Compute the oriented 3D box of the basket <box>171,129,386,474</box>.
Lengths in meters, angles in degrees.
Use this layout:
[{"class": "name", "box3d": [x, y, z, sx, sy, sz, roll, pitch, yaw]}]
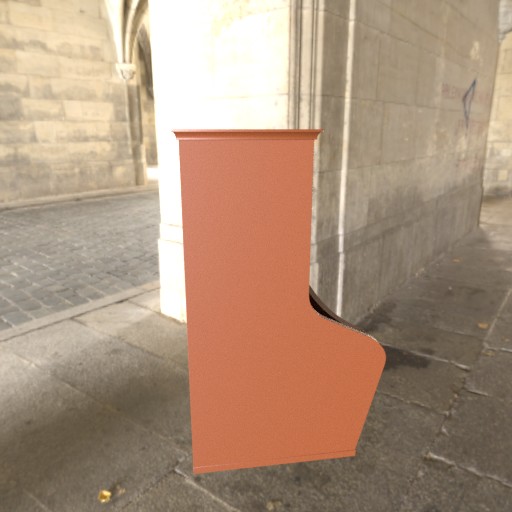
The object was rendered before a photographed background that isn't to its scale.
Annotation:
[{"class": "basket", "box3d": [0.000, 0.000, 1.142, 0.376, 0.625, 0.792, -2, 16, -8]}]
